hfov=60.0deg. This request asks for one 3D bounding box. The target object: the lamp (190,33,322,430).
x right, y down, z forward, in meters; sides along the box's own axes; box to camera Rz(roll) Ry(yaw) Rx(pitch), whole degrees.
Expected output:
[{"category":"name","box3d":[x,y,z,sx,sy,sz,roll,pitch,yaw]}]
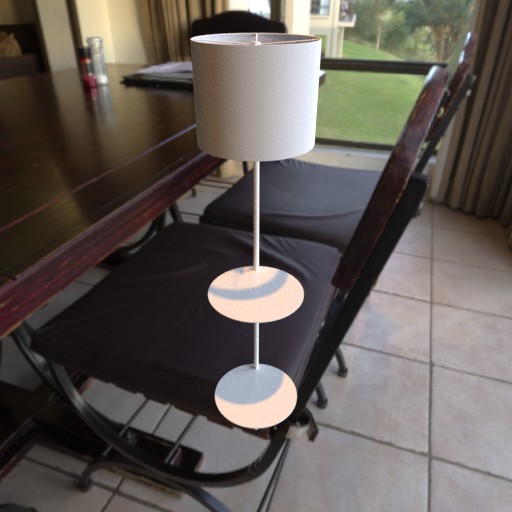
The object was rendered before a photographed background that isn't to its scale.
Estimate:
[{"category":"lamp","box3d":[0.000,0.000,1.653,0.372,1.465,0.405,0,31,0]}]
